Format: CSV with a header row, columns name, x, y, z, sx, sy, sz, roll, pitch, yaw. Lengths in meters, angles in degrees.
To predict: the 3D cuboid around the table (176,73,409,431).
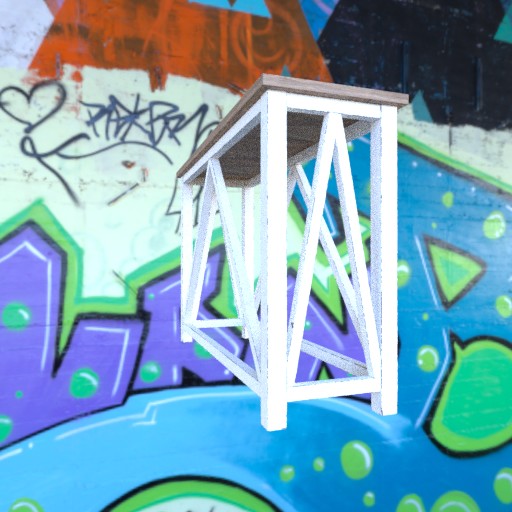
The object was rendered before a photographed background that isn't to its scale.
name,x,y,z,sx,sy,sz,roll,pitch,yaw
table,0.000,0.000,1.868,0.450,0.930,1.400,0,0,-19
